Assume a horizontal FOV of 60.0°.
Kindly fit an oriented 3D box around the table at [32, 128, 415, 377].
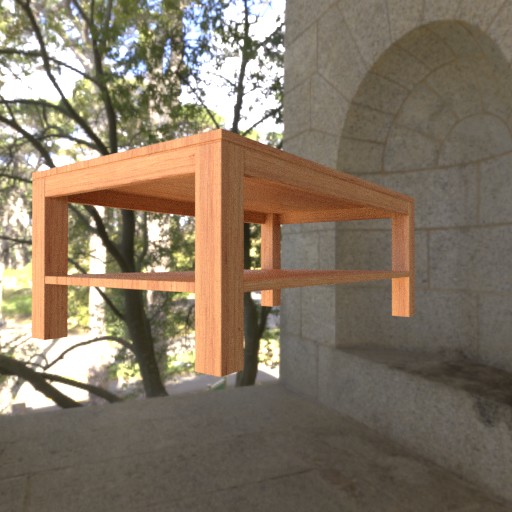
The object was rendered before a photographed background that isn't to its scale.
[{"bbox_3d":[0.000,0.000,1.479,0.695,0.457,1.146,0,-1,37],"label":"table"}]
